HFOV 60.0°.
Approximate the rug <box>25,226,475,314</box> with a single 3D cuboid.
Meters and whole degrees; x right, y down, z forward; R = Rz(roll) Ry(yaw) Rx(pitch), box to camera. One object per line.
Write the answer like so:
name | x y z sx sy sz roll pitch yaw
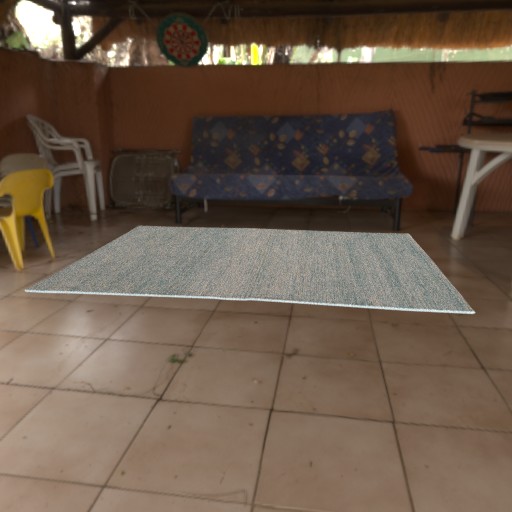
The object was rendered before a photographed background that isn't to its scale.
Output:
rug | 0.000 0.000 2.988 2.306 0.030 1.613 2 16 7
